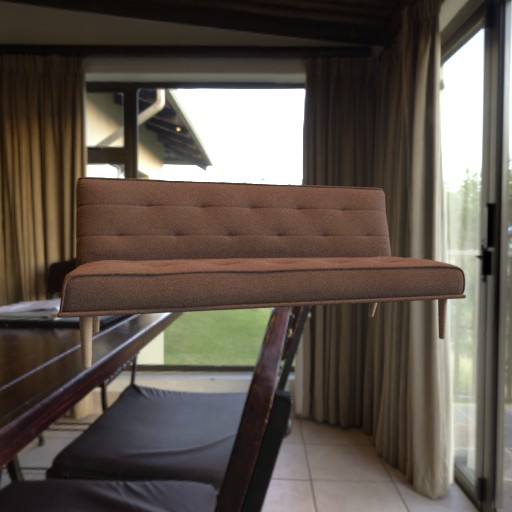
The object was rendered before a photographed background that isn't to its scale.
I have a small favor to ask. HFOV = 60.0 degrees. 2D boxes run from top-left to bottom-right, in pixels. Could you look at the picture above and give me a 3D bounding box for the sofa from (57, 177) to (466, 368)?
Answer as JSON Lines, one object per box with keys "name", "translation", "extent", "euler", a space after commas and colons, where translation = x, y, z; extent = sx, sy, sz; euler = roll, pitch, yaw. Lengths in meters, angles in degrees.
{"name": "sofa", "translation": [0.000, 0.000, 2.341], "extent": [1.820, 0.810, 1.038], "euler": [-1, 2, -17]}
